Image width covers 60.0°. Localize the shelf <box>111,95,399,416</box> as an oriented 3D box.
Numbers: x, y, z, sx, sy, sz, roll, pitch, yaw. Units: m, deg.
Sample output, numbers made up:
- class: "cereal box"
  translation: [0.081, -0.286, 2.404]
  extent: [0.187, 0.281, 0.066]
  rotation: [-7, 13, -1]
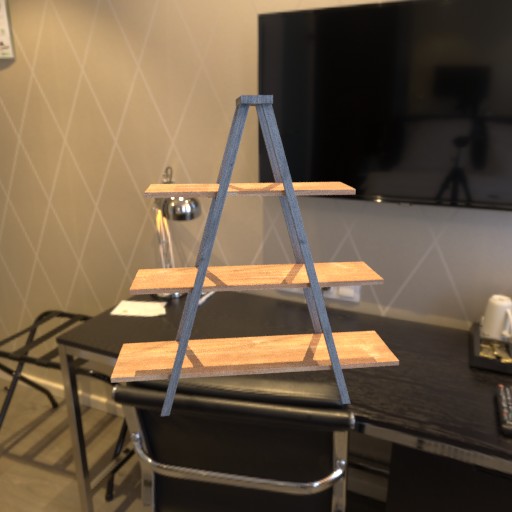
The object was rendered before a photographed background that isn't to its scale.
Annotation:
- class: "shelf"
  translation: [0.000, 0.000, 2.678]
  extent: [1.746, 1.808, 0.508]
  rotation: [-2, 17, -6]
